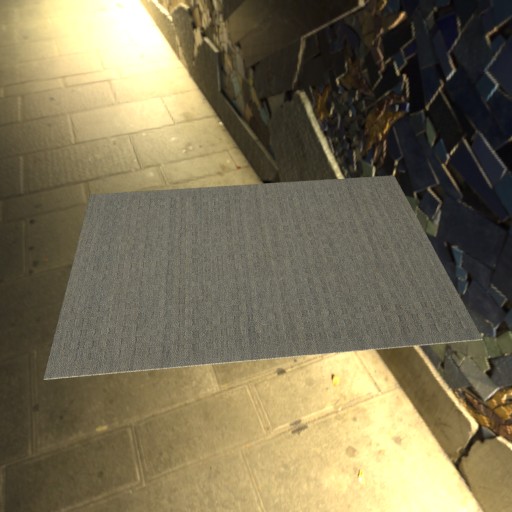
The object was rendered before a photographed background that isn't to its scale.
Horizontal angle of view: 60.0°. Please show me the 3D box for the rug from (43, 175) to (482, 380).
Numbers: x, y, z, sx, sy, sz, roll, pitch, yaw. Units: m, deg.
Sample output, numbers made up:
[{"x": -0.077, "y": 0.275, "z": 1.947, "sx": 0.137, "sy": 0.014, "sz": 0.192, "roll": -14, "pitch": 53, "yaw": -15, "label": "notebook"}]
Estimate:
[{"x": 0.000, "y": 0.000, "z": 2.153, "sx": 1.752, "sy": 0.006, "sz": 1.142, "roll": -4, "pitch": 46, "yaw": -4, "label": "rug"}]
